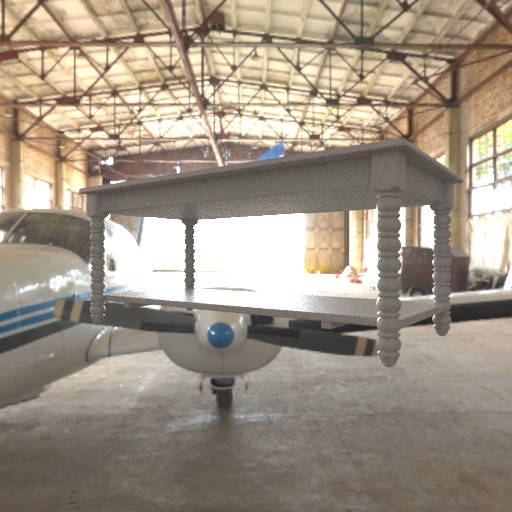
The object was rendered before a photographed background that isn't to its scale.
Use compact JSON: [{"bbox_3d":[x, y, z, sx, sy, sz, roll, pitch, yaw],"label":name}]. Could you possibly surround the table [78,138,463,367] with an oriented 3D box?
[{"bbox_3d":[0.000,0.000,1.482,1.171,0.487,0.580,0,0,36],"label":"table"}]
